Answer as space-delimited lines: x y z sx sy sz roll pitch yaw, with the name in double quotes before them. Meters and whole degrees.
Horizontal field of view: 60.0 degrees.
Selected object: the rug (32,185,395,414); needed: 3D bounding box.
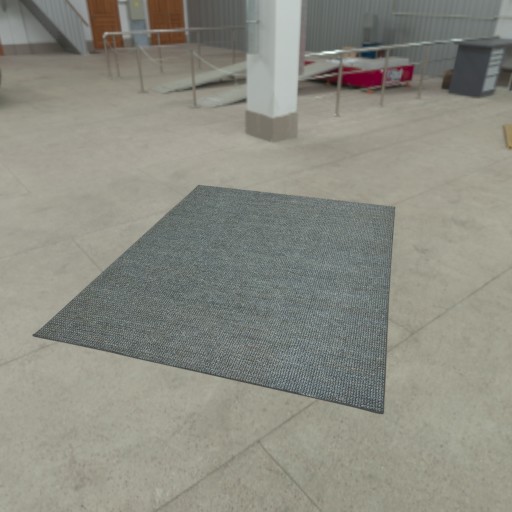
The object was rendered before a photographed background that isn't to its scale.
"rug" 0.000 0.000 4.145 2.456 0.021 3.068 8 31 14
